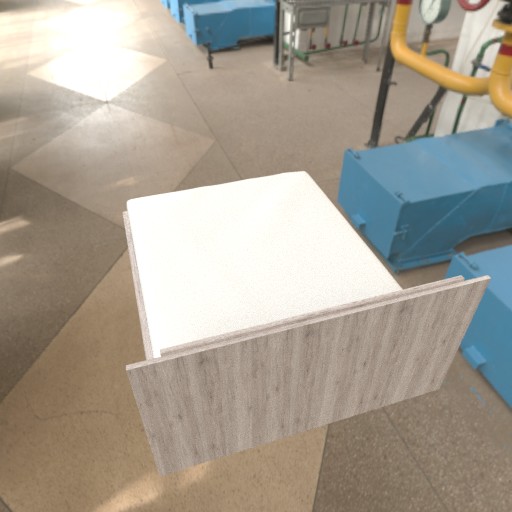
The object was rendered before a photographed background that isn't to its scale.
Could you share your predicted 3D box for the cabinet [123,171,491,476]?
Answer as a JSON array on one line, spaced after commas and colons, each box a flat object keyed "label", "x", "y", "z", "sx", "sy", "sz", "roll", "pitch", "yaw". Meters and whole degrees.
[{"label": "cabinet", "x": 0.000, "y": 0.000, "z": 3.024, "sx": 1.750, "sy": 0.970, "sz": 2.080, "roll": -12, "pitch": 42, "yaw": -14}]
